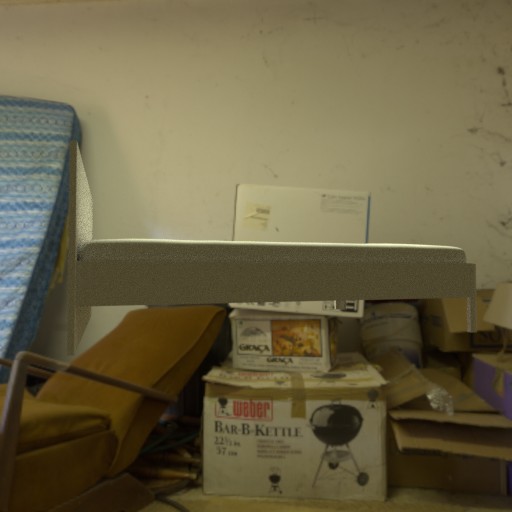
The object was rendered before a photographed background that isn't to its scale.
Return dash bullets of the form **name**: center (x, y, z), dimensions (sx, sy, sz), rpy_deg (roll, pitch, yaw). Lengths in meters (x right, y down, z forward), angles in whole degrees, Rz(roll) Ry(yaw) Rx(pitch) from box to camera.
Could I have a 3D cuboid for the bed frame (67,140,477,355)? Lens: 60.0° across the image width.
- **bed frame**: center (0.000, 0.000, 2.655), dimensions (1.950, 0.800, 1.490), rpy_deg (1, -2, -18)
